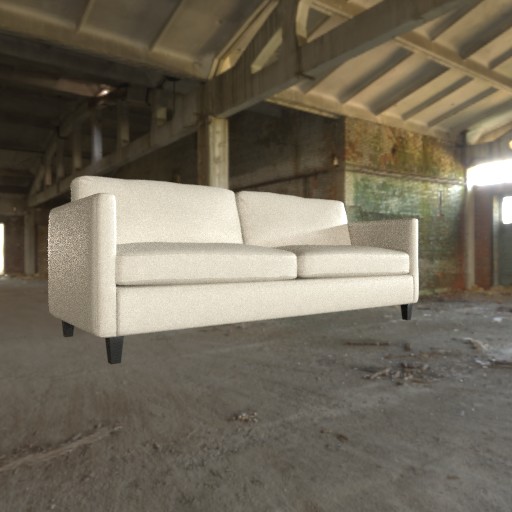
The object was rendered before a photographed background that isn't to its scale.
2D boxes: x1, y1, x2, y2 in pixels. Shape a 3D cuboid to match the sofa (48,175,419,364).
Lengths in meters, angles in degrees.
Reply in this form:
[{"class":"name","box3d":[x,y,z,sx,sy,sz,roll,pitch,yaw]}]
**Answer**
[{"class":"sofa","box3d":[0.000,0.000,3.002,2.434,0.965,0.948,0,0,-37]}]
